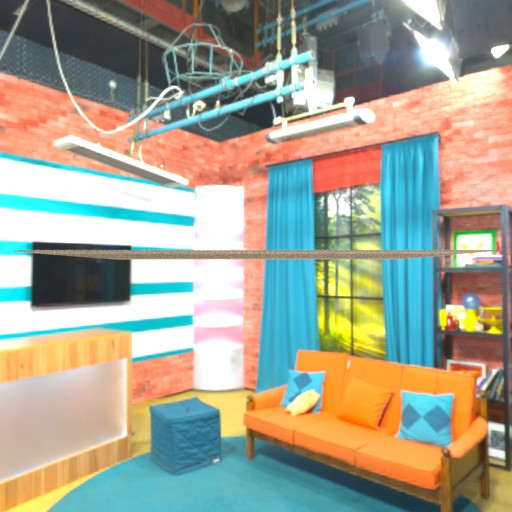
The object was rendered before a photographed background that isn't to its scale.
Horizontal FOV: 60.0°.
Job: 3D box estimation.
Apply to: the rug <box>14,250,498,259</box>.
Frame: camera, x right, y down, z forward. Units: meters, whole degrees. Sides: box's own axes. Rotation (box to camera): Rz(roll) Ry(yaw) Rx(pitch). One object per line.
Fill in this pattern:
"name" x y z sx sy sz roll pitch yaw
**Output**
"rug" 0.000 0.000 2.281 1.828 0.005 1.219 0 -2 1
